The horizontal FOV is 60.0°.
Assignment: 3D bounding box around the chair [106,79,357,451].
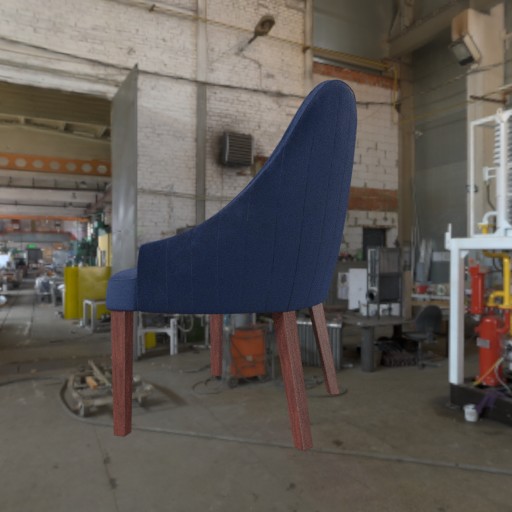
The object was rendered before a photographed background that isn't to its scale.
[{"bbox_3d":[0.000,0.000,1.293,0.575,0.889,0.643,0,0,19],"label":"chair"}]
